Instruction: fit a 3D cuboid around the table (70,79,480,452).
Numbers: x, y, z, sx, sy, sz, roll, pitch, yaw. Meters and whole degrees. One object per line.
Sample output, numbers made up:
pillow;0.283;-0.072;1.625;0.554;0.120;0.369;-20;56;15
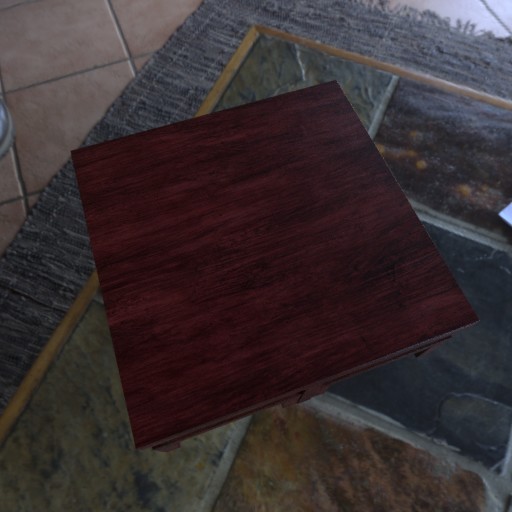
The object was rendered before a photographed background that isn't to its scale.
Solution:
table;0.000;0.000;1.366;0.865;0.356;0.865;-18;66;-8
